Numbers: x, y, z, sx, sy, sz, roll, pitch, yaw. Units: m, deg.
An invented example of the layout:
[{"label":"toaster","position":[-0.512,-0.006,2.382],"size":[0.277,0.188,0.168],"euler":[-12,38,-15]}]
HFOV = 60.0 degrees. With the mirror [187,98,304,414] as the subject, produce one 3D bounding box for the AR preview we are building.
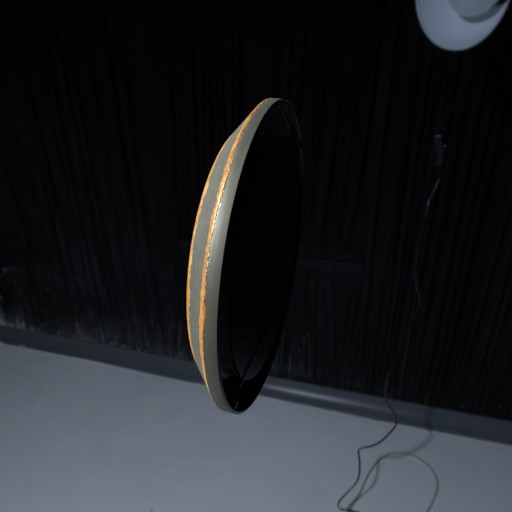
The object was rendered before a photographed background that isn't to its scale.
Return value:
[{"label":"mirror","position":[0.000,0.000,1.347],"size":[0.111,0.907,0.907],"euler":[9,31,15]}]
